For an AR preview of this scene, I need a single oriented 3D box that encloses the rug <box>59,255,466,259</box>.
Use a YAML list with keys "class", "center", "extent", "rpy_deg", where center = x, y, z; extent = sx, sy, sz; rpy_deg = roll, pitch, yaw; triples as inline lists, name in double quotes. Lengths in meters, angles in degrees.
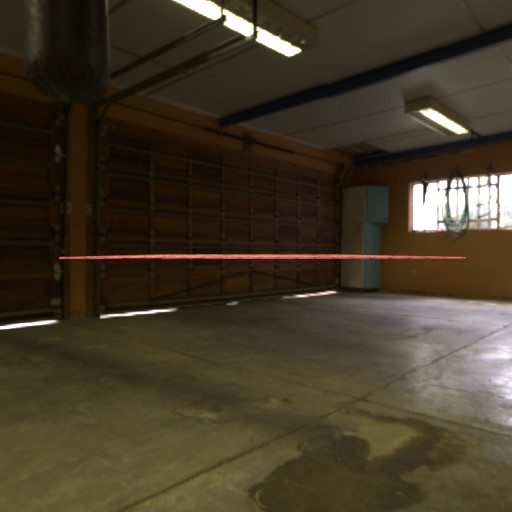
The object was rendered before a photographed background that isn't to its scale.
- class: "rug"
  center: [0.000, 0.000, 2.807]
  extent: [1.579, 0.007, 2.184]
  rpy_deg: [0, 0, -2]
